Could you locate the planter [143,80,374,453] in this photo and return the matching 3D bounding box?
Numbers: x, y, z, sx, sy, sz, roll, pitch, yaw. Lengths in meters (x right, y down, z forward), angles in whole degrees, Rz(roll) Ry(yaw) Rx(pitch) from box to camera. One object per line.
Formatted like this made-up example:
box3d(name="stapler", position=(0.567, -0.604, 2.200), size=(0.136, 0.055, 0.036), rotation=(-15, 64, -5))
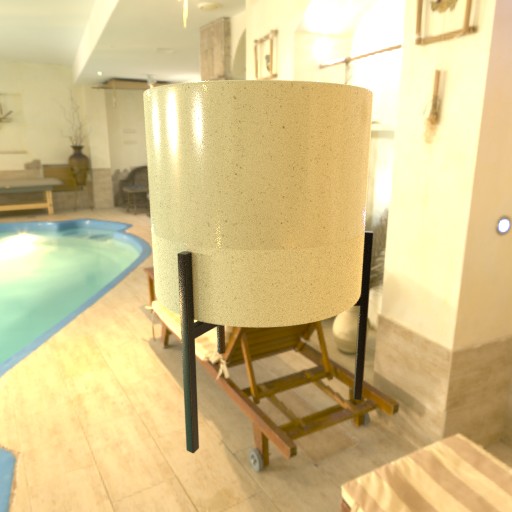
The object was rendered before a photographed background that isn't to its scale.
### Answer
box3d(name="planter", position=(0.000, 0.000, 0.334), size=(0.152, 0.230, 0.159), rotation=(-7, 16, -25))
